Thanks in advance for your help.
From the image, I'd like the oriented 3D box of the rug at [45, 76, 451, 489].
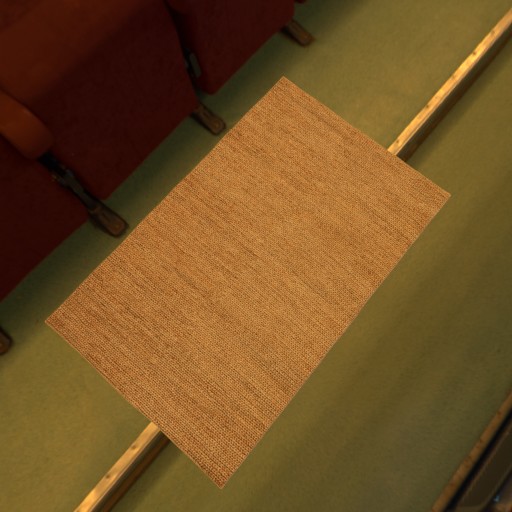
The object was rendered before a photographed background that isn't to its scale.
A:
[{"bbox_3d":[0.000,0.000,2.981,1.521,0.034,2.438,39,78,10],"label":"rug"}]
